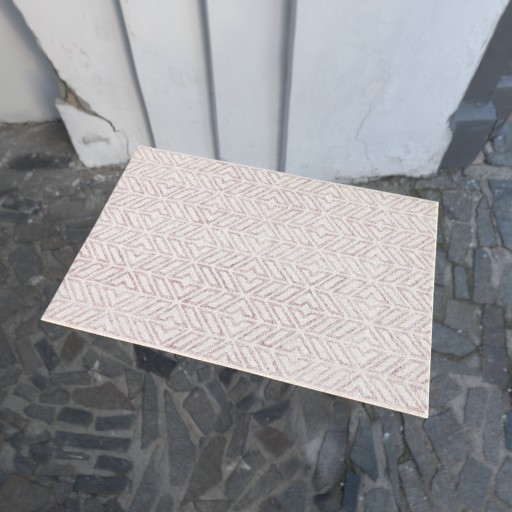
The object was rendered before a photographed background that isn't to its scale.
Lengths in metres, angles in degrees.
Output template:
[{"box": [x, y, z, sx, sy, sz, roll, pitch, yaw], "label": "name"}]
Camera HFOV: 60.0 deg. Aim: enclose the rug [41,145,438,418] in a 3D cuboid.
[{"box": [0.000, 0.000, 2.328, 1.828, 0.007, 1.220, 12, 59, 8], "label": "rug"}]
